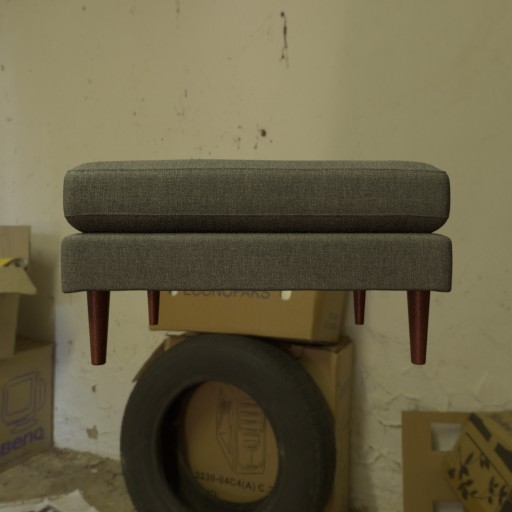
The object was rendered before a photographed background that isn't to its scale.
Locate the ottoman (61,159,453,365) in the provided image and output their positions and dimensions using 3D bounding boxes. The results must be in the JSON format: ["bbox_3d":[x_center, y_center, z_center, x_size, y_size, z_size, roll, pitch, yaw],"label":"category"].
[{"bbox_3d":[0.000,0.000,1.251,0.821,0.474,0.693,0,0,0],"label":"ottoman"}]
